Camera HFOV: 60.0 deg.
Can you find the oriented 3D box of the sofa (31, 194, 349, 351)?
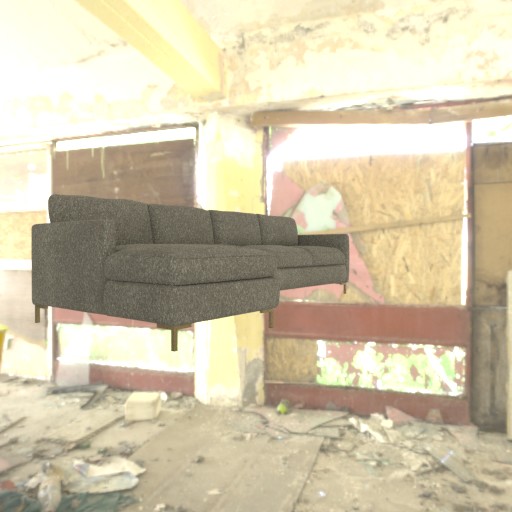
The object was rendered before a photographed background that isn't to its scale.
[{"bbox_3d":[0.000,0.000,3.488,1.350,0.810,2.932,1,1,37],"label":"sofa"}]
